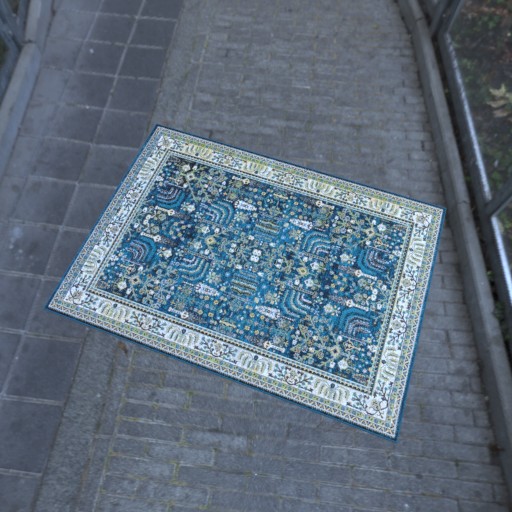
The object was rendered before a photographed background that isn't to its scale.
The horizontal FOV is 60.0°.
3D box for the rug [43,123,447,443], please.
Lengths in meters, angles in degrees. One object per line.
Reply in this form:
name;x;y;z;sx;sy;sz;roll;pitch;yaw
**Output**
rug;0.000;0.000;2.895;2.213;0.013;1.594;18;65;9
